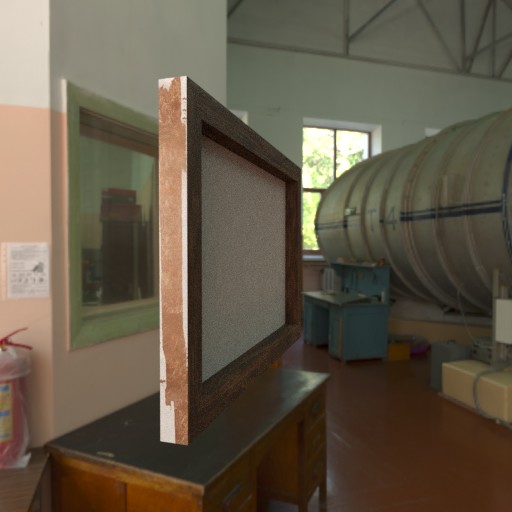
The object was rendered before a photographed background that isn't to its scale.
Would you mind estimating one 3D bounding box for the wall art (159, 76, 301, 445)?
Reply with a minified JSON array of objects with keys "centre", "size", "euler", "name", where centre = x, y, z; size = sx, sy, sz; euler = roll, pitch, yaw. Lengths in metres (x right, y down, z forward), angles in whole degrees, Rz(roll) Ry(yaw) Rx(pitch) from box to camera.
[{"centre":[0.000,0.000,0.781],"size":[0.035,0.405,0.609],"euler":[0,1,17],"name":"wall art"}]
